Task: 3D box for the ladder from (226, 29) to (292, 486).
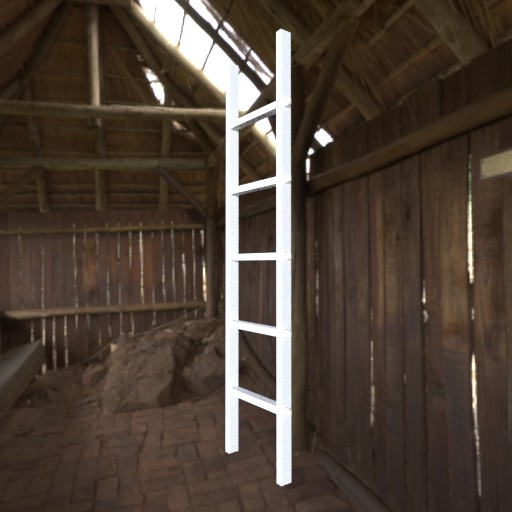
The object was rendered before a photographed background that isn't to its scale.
[{"bbox_3d":[0.000,0.000,1.917,0.051,1.797,0.452,1,-1,-37],"label":"ladder"}]
